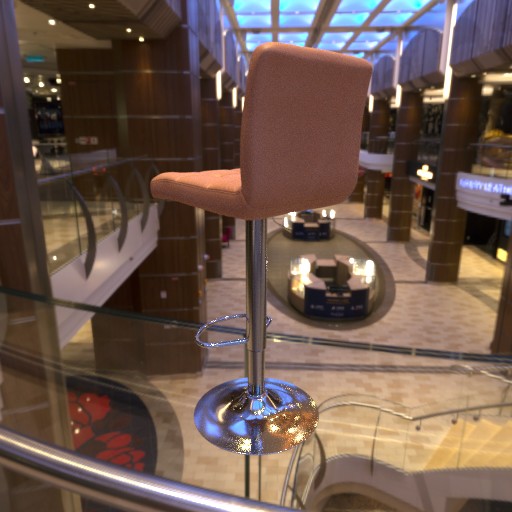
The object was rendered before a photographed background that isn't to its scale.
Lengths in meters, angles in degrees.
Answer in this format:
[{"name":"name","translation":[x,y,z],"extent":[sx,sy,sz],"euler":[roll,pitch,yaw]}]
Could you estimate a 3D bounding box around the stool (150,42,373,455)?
[{"name":"stool","translation":[0.000,0.000,1.365],"extent":[0.430,1.115,0.505],"euler":[-15,22,-42]}]
